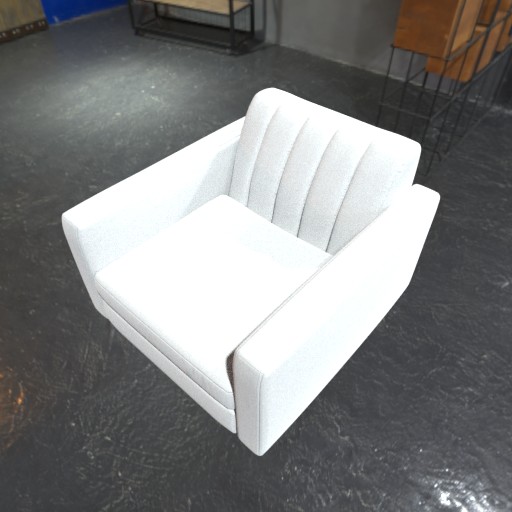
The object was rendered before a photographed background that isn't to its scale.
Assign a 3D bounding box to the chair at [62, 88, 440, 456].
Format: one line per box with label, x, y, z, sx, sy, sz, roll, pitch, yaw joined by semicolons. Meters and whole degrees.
chair;0.000;0.000;1.679;0.953;0.819;0.998;32;53;28
